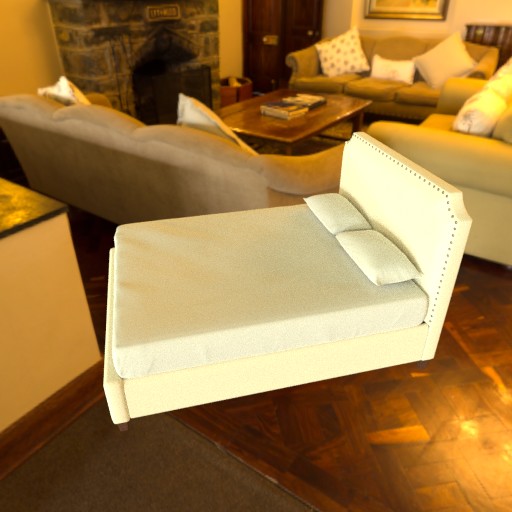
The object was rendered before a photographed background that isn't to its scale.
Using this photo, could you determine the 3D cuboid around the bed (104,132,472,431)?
[{"bbox_3d":[0.000,0.000,3.478,2.329,1.415,1.703,-8,32,-12],"label":"bed"}]
